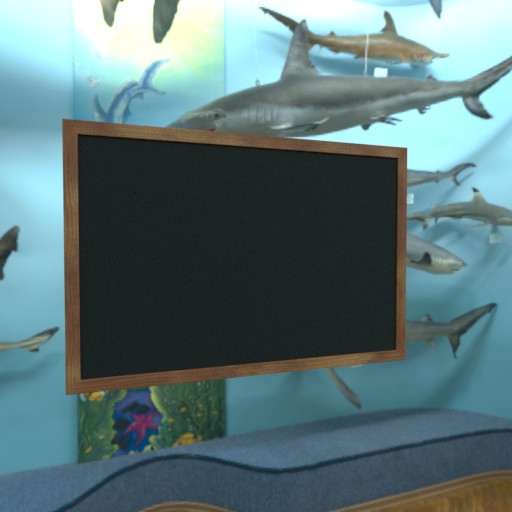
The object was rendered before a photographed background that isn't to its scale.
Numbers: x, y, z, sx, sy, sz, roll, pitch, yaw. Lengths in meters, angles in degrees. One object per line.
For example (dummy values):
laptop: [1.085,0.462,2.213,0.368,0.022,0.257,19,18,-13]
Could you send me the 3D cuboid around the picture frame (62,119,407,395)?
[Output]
picture frame: [0.000,0.000,1.195,0.950,0.640,0.029,-1,2,-19]
